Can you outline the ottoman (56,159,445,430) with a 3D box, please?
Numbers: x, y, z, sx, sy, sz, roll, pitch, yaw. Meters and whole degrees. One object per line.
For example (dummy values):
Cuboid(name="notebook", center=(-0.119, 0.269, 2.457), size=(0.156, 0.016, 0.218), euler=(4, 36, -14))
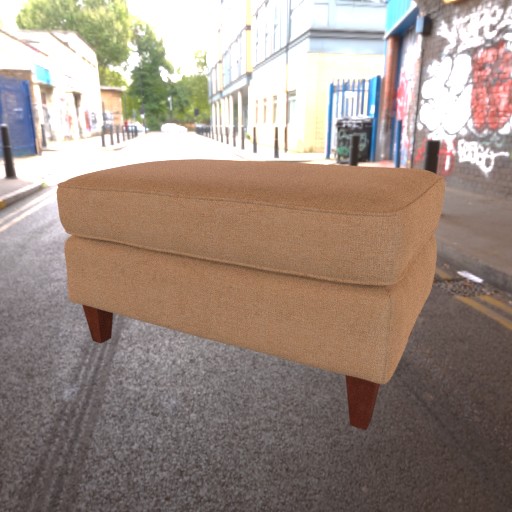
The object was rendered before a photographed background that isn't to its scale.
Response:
Cuboid(name="ottoman", center=(0.000, 0.000, 1.191), size=(0.862, 0.484, 0.583), euler=(9, 19, 28))
